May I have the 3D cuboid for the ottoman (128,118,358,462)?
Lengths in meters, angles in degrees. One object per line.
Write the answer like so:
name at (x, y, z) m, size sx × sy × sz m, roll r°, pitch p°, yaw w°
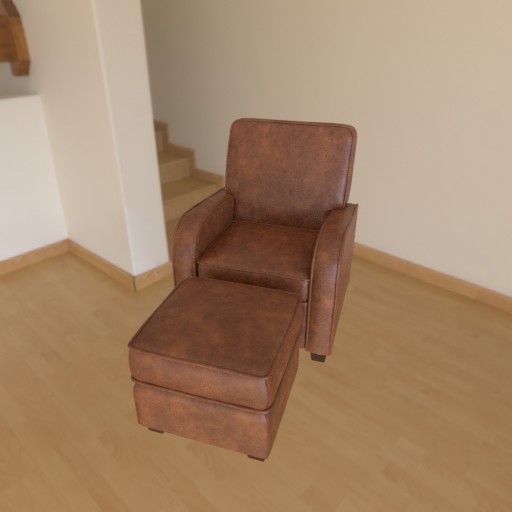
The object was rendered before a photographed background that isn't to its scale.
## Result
ottoman at (0.000, 0.000, 1.892) m, size 0.732 × 0.904 × 1.314 m, roll 9°, pitch 30°, yaw 15°
